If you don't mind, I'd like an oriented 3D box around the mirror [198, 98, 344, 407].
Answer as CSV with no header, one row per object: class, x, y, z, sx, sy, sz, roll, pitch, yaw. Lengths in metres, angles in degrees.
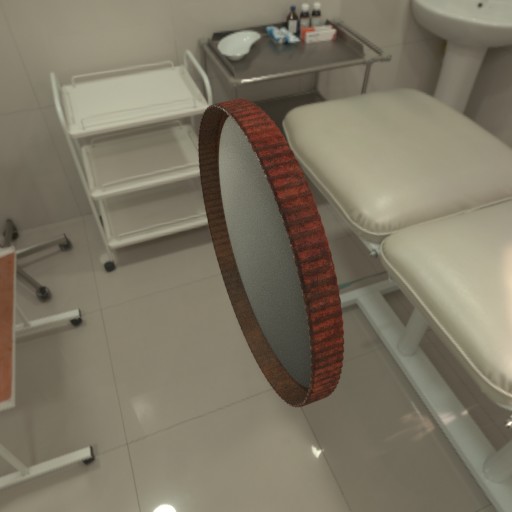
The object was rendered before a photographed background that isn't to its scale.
mirror,0.000,0.000,0.910,0.056,0.609,0.609,-16,49,-15
